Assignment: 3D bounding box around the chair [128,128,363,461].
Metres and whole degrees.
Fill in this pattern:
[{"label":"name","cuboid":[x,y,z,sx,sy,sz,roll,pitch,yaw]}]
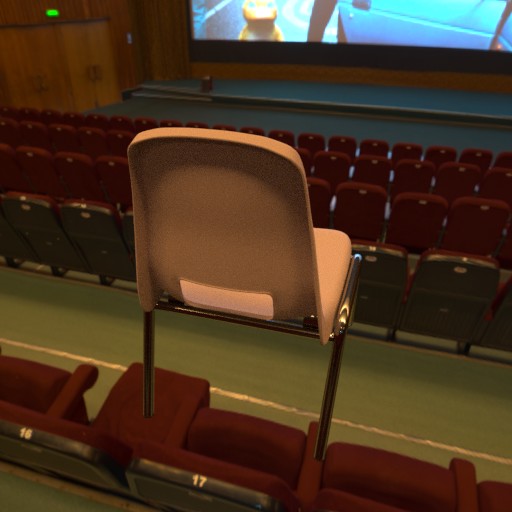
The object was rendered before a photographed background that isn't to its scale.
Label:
[{"label":"chair","cuboid":[0.000,0.000,0.760,0.354,0.537,0.385,9,33,13]}]
